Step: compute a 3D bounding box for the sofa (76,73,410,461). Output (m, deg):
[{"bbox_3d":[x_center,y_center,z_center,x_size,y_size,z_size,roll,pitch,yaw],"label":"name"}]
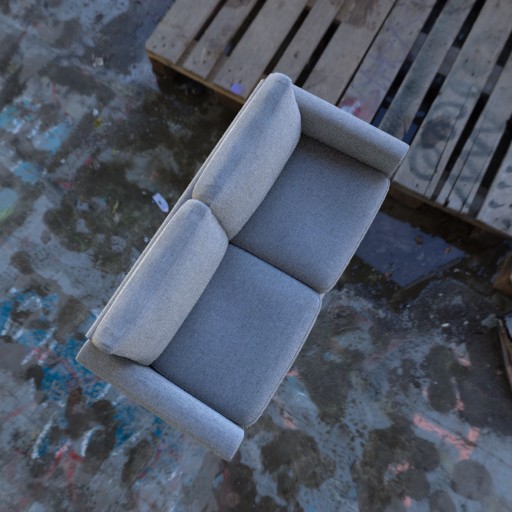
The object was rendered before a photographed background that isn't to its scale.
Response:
[{"bbox_3d":[0.000,0.000,2.549,0.969,0.892,1.978,30,78,7],"label":"sofa"}]
